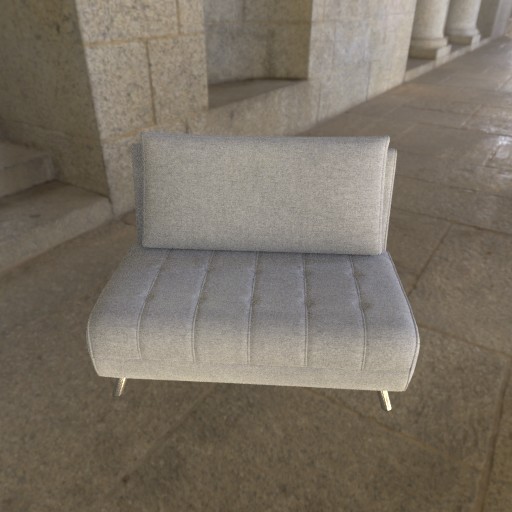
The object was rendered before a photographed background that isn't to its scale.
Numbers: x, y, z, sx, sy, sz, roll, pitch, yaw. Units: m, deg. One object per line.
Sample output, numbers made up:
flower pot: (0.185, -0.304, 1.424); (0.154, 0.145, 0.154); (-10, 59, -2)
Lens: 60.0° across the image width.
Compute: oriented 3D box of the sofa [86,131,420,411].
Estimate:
sofa: (0.000, 0.000, 1.886); (1.220, 0.910, 0.910); (2, 31, 3)
